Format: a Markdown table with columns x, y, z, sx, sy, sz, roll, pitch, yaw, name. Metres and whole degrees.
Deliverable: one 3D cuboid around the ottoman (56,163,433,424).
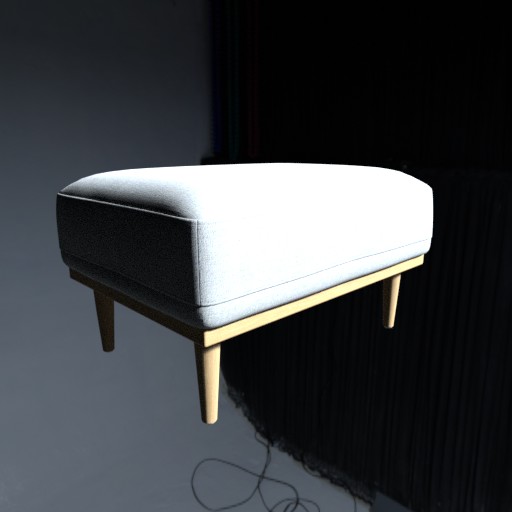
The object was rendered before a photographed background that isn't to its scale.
| x | y | z | sx | sy | sz | roll | pitch | yaw | name |
| --- | --- | --- | --- | --- | --- | --- | --- | --- | --- |
| 0.000 | 0.000 | 1.071 | 0.749 | 0.428 | 0.549 | -13 | 19 | -42 | ottoman |
